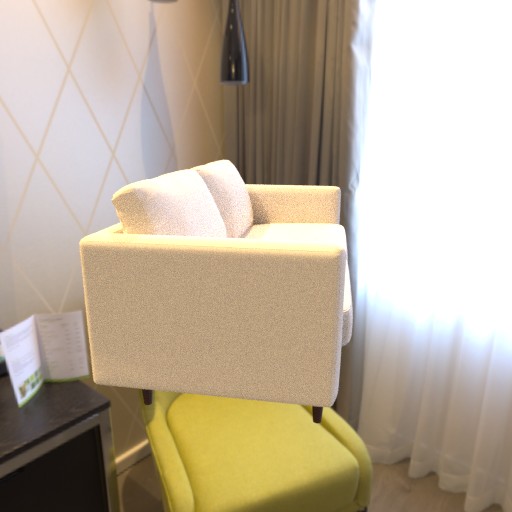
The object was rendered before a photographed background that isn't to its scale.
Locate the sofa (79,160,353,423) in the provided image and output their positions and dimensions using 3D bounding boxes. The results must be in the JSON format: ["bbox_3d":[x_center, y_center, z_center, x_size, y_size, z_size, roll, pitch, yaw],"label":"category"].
[{"bbox_3d":[0.000,0.000,2.282,0.940,0.893,1.713,3,16,9],"label":"sofa"}]
